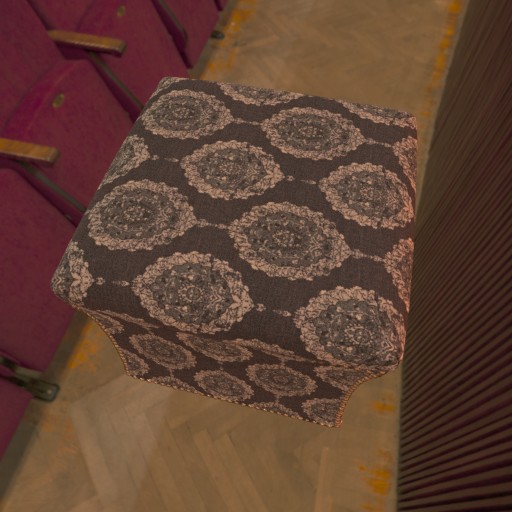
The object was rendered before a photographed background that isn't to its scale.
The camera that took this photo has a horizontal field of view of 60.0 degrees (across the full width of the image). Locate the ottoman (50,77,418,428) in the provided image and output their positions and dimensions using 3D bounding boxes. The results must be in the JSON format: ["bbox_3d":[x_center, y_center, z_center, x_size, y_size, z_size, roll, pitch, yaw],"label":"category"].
[{"bbox_3d":[0.000,0.000,0.875,0.507,0.475,0.497,12,59,7],"label":"ottoman"}]
